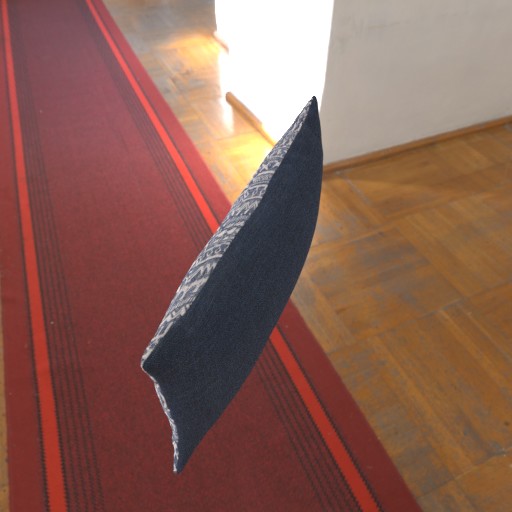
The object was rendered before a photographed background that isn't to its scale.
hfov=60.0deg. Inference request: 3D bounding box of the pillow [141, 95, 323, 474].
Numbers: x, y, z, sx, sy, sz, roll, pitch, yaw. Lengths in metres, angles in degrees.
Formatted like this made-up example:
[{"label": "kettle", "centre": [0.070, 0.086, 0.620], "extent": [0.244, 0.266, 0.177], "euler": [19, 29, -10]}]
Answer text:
[{"label": "pillow", "centre": [0.000, 0.000, 0.733], "extent": [0.148, 0.292, 0.631], "euler": [16, 48, 15]}]
